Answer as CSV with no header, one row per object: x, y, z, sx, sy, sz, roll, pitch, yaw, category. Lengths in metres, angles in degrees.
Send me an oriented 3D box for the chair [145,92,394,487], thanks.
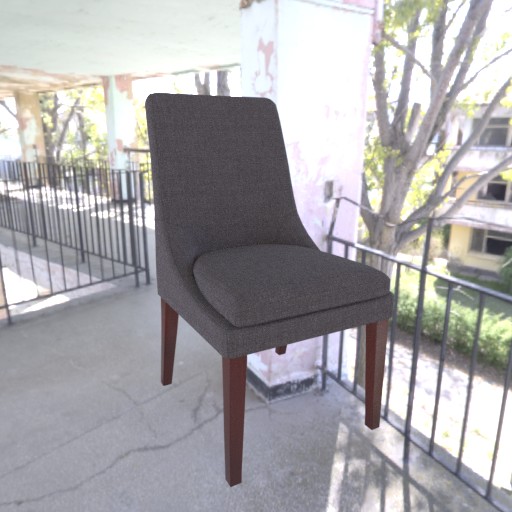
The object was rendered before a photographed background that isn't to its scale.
0.000,0.000,1.325,0.508,0.952,0.655,-8,17,-28,chair
